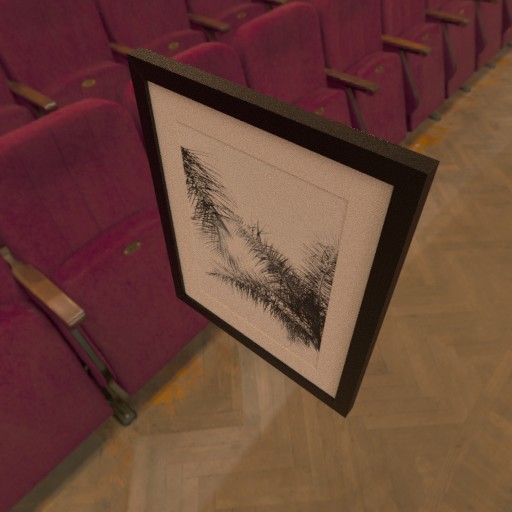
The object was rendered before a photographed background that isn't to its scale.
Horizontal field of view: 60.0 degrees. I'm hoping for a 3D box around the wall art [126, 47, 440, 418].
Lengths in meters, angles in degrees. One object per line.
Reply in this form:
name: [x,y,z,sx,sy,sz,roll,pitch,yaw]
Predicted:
wall art: [0.000,0.000,0.741,0.457,0.557,0.028,31,53,26]
